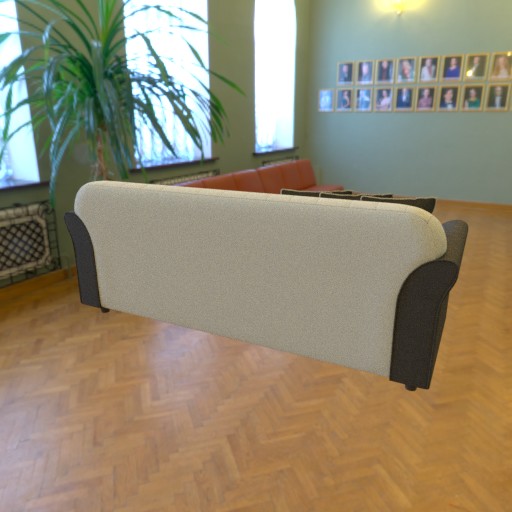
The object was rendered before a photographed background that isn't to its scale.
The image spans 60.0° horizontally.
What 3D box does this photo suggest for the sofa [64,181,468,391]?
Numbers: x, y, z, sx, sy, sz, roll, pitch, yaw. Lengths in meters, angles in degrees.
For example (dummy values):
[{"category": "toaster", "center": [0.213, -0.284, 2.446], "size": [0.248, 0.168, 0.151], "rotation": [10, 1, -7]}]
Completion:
[{"category": "sofa", "center": [0.000, 0.000, 2.381], "size": [2.001, 0.787, 0.755], "rotation": [8, 19, 26]}]
